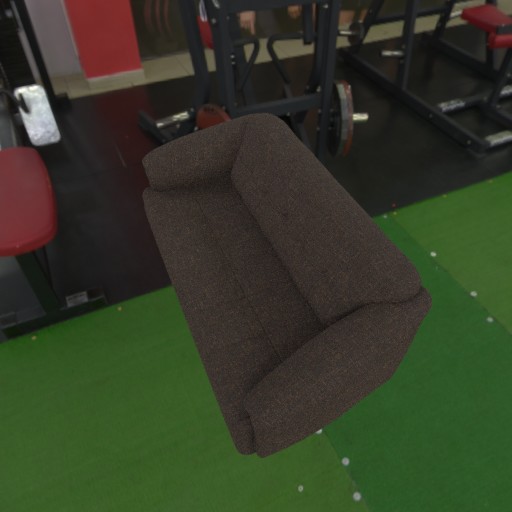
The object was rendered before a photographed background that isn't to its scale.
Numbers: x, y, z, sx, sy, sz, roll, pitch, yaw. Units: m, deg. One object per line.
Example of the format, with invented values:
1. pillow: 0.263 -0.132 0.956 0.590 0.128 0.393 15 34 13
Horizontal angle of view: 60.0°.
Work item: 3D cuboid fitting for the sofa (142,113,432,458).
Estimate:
1. sofa: 0.000 0.000 2.331 0.887 0.790 1.849 -17 49 -16
